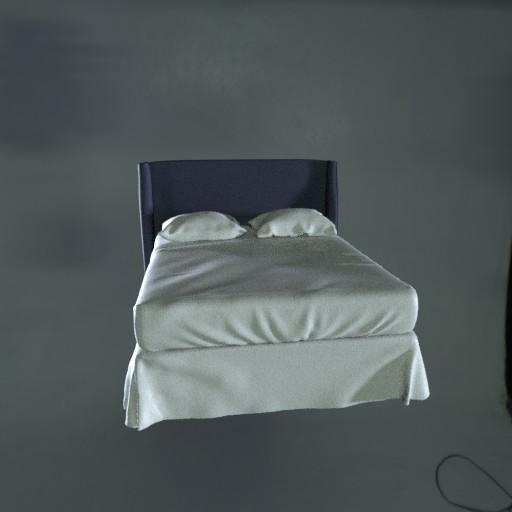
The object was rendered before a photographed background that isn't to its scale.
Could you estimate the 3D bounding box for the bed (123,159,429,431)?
[{"bbox_3d":[0.000,0.000,3.428,1.925,1.332,2.276,-2,16,-8],"label":"bed"}]
